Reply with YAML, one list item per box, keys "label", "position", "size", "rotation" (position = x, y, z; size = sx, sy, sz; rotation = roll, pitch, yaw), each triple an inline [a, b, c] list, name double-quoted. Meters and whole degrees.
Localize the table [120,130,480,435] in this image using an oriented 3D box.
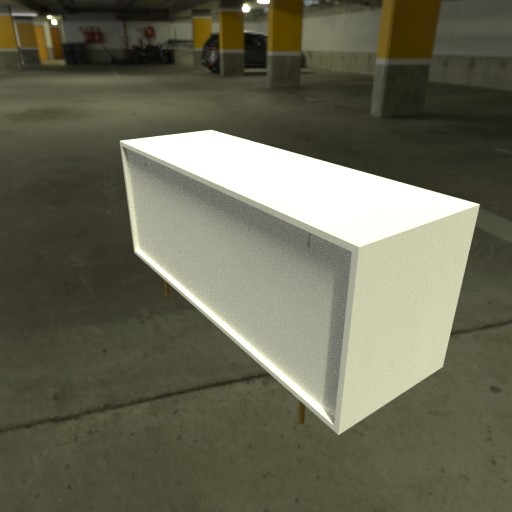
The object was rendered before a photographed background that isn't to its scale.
- label: "table"
  position: [0.000, 0.000, 1.851]
  size: [0.508, 0.769, 1.500]
  rotation: [-17, 31, -32]
